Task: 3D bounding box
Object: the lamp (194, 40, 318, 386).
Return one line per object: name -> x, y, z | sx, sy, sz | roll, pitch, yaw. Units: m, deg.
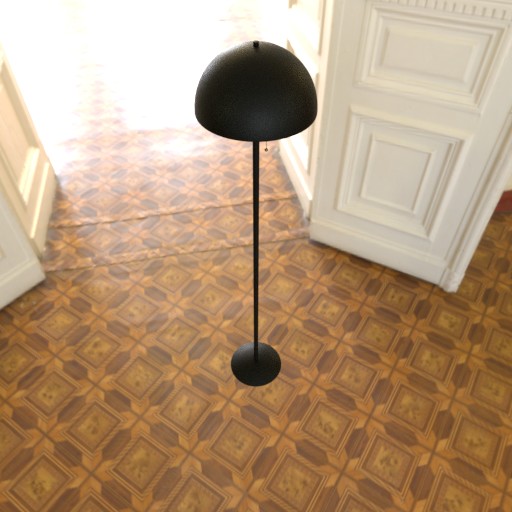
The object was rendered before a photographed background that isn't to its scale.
lamp -> 0.000, 0.000, 1.595 | 0.328, 1.480, 0.328 | 25, 51, 22
